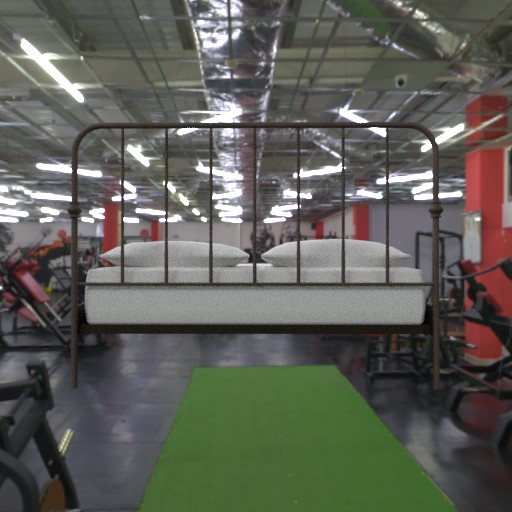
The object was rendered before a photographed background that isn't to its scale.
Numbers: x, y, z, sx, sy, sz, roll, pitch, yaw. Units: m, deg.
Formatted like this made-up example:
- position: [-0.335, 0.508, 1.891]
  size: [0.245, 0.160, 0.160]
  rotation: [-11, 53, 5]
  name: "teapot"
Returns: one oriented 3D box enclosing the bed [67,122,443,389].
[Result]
- position: [0.000, 0.000, 3.441]
  size: [2.044, 1.446, 2.134]
  rotation: [0, 0, 0]
  name: "bed"
